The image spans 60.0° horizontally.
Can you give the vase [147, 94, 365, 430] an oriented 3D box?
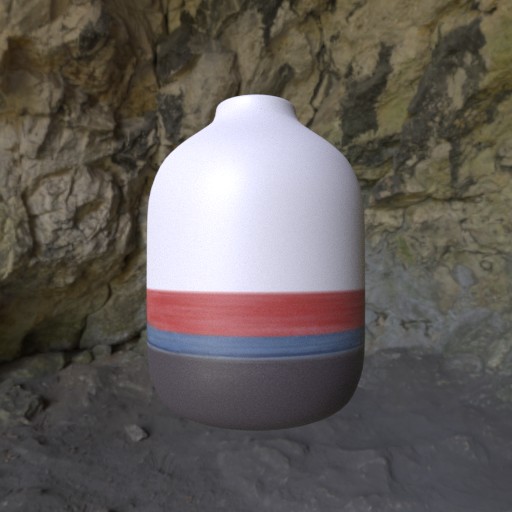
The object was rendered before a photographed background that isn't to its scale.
[{"bbox_3d":[0.000,0.000,0.354,0.169,0.237,0.169,0,-2,0],"label":"vase"}]
